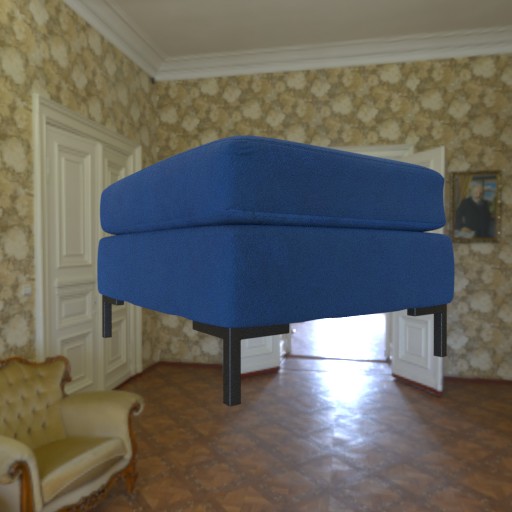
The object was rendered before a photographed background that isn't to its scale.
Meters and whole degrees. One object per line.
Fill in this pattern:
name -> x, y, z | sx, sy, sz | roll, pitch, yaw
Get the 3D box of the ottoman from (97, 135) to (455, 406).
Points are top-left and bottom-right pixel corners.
ottoman -> 0.000, 0.000, 1.201 | 0.655, 0.485, 0.794 | 0, 1, -35
